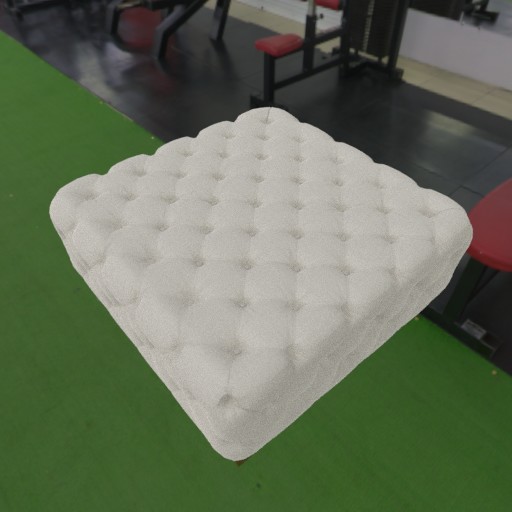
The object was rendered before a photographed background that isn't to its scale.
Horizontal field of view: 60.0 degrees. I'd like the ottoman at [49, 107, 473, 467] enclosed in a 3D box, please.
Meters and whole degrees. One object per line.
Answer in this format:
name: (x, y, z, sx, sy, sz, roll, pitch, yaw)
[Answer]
ottoman: (0.000, 0.000, 1.156, 0.755, 0.376, 0.753, -31, 52, -27)
